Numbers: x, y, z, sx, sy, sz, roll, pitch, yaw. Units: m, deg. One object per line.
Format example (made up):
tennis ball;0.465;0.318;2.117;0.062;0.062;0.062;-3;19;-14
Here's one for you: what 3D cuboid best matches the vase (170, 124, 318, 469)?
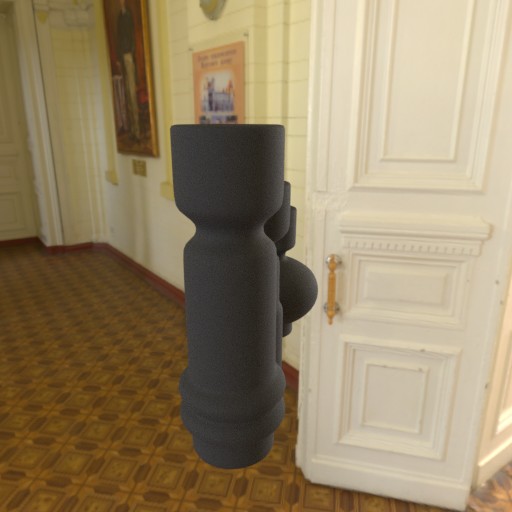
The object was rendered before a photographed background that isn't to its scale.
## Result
vase;0.000;0.000;0.433;0.120;0.249;0.307;3;17;9
